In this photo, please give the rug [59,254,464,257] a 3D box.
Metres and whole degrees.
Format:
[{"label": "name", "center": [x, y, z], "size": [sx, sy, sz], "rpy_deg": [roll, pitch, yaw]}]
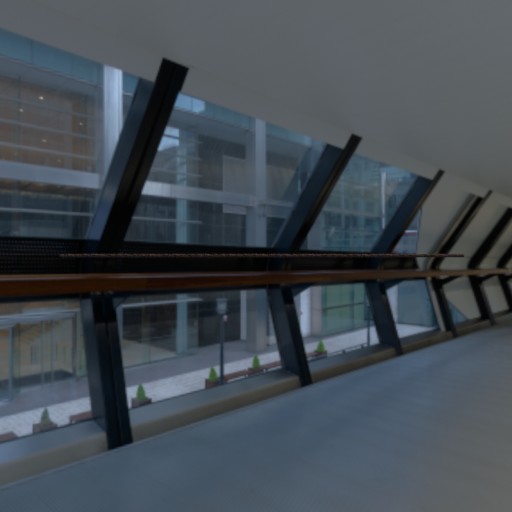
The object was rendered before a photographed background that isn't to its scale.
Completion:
[{"label": "rug", "center": [0.000, 0.000, 4.136], "size": [2.411, 0.020, 3.032], "rpy_deg": [0, 0, -2]}]
